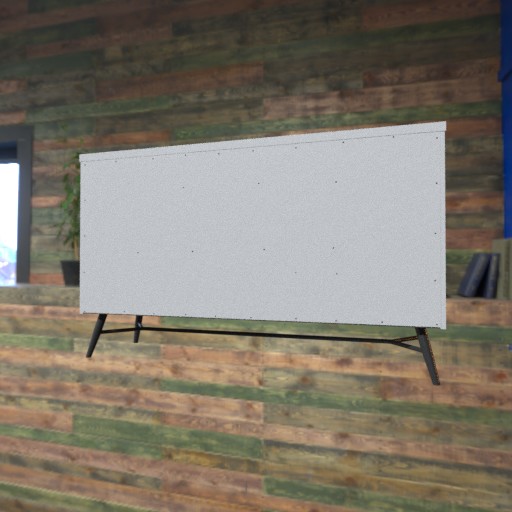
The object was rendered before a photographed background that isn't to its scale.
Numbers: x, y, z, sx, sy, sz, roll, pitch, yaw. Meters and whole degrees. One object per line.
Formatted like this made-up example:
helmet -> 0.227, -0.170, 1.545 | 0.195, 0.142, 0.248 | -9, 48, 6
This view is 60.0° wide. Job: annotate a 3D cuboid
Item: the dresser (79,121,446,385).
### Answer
dresser -> 0.000, 0.000, 1.971 | 1.524, 0.914, 0.457 | 0, -1, 18
